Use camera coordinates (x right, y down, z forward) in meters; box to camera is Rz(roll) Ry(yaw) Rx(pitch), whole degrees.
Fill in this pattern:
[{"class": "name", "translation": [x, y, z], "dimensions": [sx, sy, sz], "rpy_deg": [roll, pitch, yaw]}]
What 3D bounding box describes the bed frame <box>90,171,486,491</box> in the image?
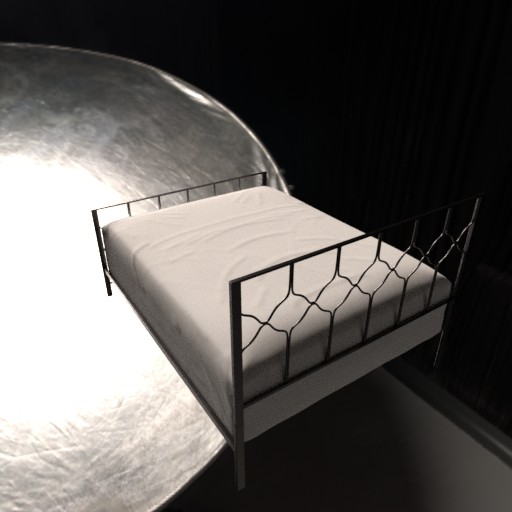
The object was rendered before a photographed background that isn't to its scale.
[{"class": "bed frame", "translation": [0.000, 0.000, 3.037], "dimensions": [1.597, 1.222, 2.063], "rpy_deg": [-18, 34, -29]}]
